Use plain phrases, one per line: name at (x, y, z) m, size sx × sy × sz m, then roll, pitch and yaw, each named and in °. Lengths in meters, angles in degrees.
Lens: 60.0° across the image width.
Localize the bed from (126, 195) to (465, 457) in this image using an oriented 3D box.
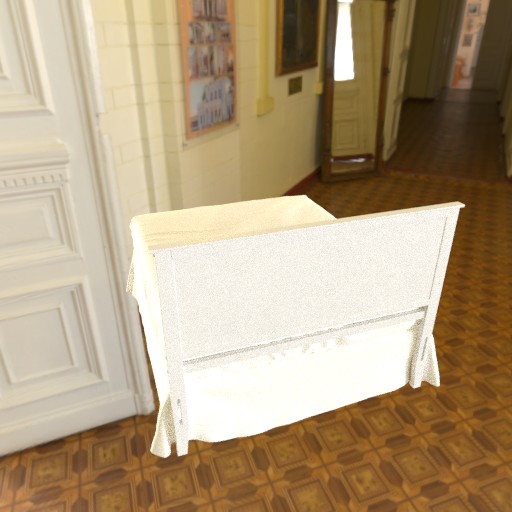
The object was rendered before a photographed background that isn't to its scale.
bed at (0.000, 0.000, 3.205) m, size 1.876 × 1.269 × 2.047 m, roll -9°, pitch 28°, yaw -17°
